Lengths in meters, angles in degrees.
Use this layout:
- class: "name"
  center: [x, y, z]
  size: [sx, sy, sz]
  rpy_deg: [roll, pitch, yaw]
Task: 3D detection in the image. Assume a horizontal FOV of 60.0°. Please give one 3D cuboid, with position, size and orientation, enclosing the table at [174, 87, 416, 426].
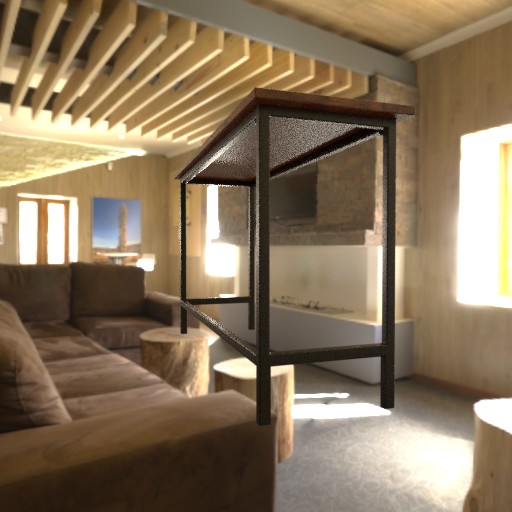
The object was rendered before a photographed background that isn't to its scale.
- class: "table"
  center: [0.000, 0.000, 1.576]
  size: [0.408, 0.740, 1.204]
  rpy_deg: [0, 1, -19]
